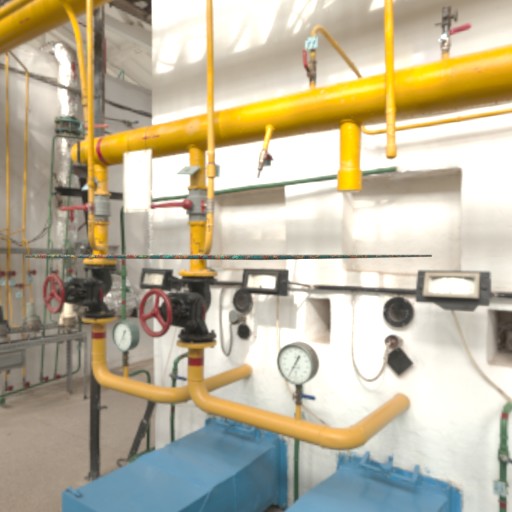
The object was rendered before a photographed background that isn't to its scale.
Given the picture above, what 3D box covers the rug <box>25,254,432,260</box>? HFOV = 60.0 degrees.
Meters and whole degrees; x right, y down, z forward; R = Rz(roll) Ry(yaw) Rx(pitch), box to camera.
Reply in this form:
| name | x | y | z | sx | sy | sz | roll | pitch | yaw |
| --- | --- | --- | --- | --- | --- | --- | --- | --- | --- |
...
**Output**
| name | x | y | z | sx | sy | sz | roll | pitch | yaw |
| --- | --- | --- | --- | --- | --- | --- | --- | --- | --- |
| rug | 0.000 | 0.000 | 4.265 | 2.434 | 0.025 | 3.204 | 0 | 0 | 36 |
